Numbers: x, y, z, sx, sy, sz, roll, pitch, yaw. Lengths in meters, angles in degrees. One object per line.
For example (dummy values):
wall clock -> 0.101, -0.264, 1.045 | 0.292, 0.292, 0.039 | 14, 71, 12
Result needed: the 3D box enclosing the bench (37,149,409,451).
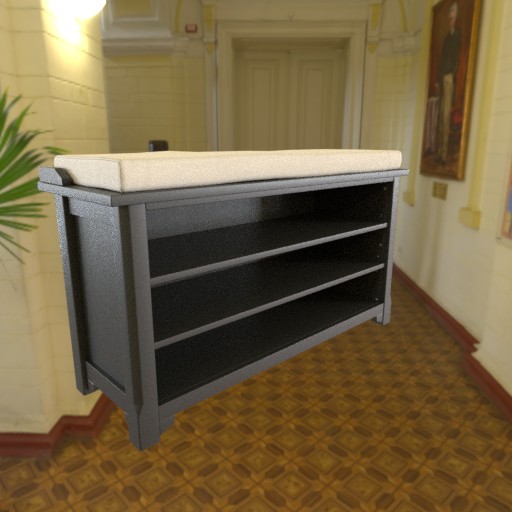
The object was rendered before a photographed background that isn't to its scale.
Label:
bench -> 0.000, 0.000, 1.214 | 0.973, 0.561, 0.345 | -14, 20, -42
